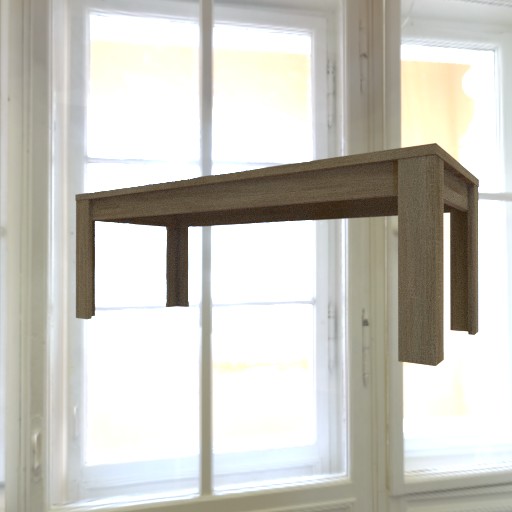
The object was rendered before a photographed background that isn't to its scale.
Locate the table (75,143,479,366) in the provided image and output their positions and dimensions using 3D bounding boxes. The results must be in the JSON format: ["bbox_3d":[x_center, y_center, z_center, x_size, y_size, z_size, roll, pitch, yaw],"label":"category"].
[{"bbox_3d":[0.000,0.000,2.567,2.200,0.790,0.900,0,0,35],"label":"table"}]
